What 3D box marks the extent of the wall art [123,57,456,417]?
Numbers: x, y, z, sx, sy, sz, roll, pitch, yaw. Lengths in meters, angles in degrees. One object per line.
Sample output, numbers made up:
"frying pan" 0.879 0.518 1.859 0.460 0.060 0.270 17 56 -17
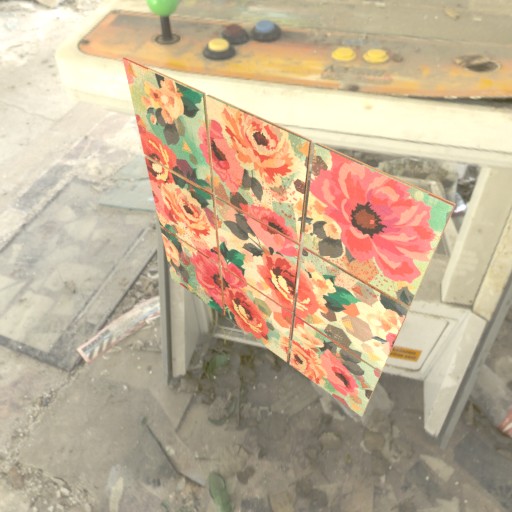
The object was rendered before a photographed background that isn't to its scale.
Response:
"wall art" 0.000 0.000 1.751 1.216 1.220 0.013 32 55 26
